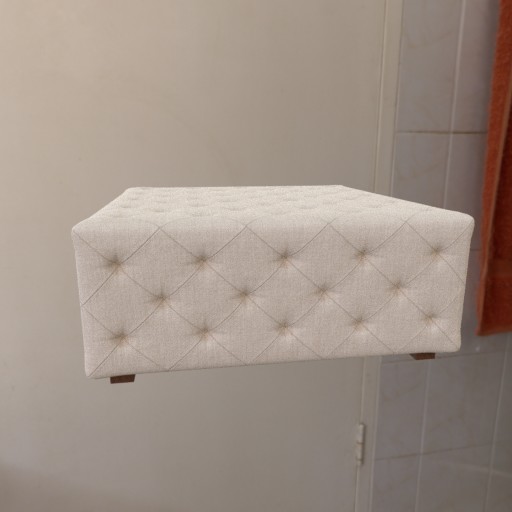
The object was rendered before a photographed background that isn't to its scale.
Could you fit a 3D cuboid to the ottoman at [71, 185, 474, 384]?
[{"bbox_3d":[0.000,0.000,1.623,1.028,0.439,1.028,-2,14,-9],"label":"ottoman"}]
